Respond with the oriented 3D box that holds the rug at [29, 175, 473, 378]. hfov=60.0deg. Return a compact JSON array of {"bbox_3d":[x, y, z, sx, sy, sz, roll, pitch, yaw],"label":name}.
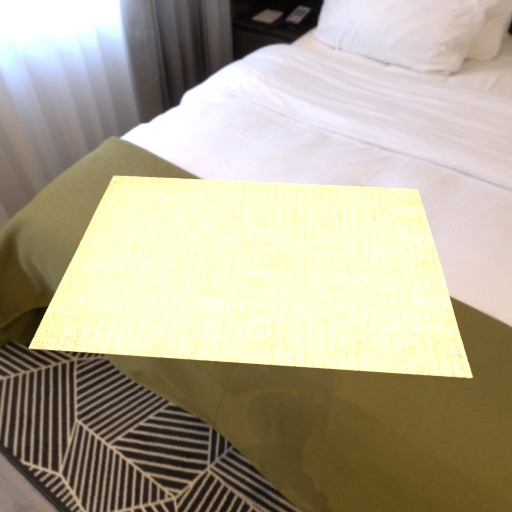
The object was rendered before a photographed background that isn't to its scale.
[{"bbox_3d":[0.000,0.000,2.230,1.827,0.007,1.211,3,46,3],"label":"rug"}]
